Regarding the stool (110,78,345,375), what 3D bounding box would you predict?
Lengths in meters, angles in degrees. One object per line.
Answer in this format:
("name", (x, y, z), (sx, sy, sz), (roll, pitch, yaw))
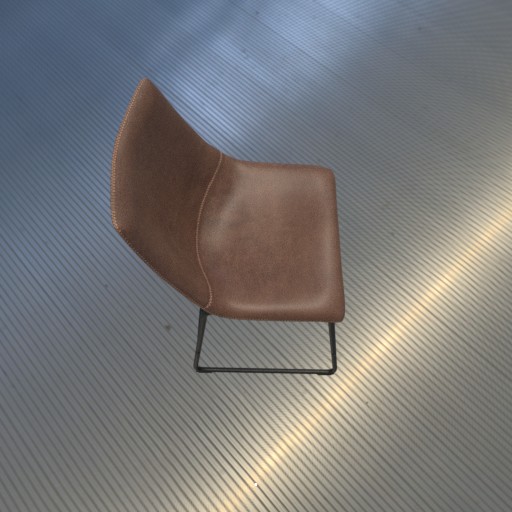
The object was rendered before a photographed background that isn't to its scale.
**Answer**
("stool", (0.000, 0.000, 1.237), (0.550, 0.890, 0.460), (1, 63, 1))
